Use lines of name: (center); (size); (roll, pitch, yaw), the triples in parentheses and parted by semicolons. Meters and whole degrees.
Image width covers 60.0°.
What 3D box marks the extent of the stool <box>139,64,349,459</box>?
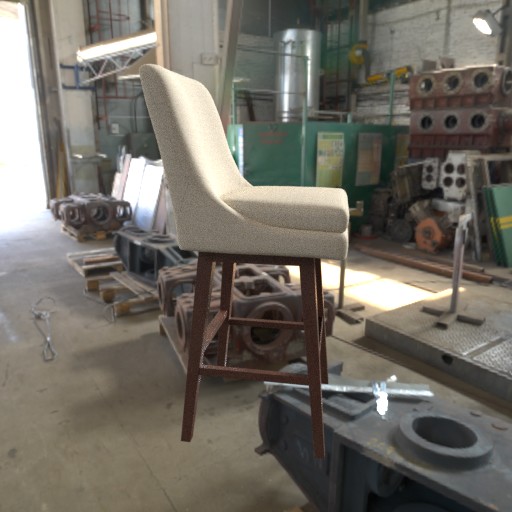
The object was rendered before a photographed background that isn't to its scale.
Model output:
stool: (0.000, 0.000, 1.405); (0.559, 1.093, 0.483); (3, 15, 10)
